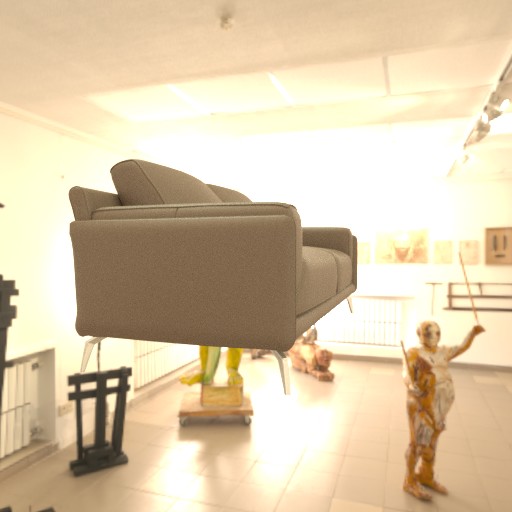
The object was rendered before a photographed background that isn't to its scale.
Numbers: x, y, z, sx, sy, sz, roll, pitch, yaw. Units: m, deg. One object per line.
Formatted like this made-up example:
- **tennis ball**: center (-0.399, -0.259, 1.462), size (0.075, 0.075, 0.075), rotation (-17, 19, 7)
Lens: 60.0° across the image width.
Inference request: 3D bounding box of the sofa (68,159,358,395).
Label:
- **sofa**: center (0.000, 0.000, 2.584), size (1.049, 0.930, 2.101), rotation (0, 1, 18)
